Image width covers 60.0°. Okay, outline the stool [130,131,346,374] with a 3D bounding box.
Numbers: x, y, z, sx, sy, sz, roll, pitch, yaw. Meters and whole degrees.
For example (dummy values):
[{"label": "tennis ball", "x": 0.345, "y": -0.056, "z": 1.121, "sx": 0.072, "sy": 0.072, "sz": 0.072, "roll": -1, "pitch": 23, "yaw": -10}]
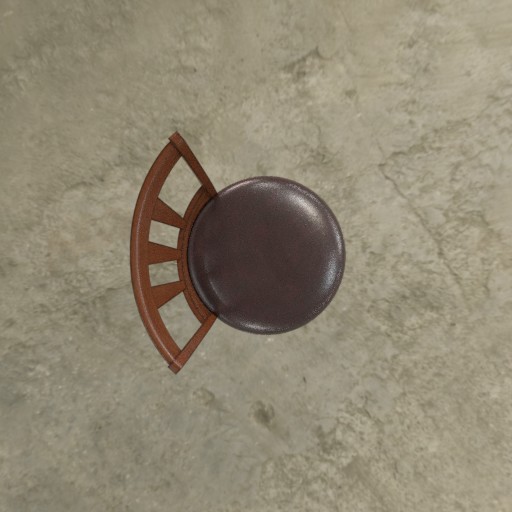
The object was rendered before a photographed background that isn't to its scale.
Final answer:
[{"label": "stool", "x": 0.000, "y": 0.000, "z": 1.420, "sx": 0.503, "sy": 1.177, "sz": 0.464, "roll": 0, "pitch": 89, "yaw": -1}]
